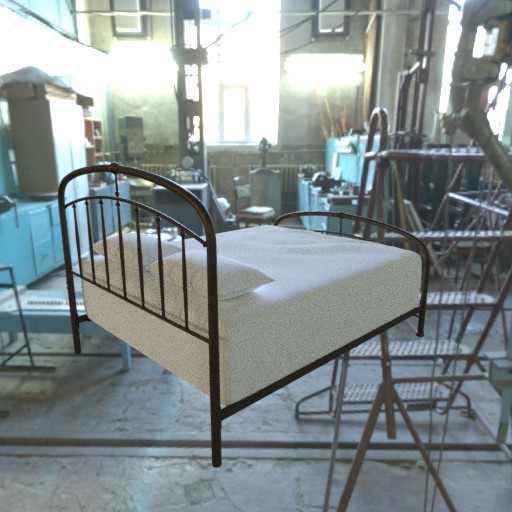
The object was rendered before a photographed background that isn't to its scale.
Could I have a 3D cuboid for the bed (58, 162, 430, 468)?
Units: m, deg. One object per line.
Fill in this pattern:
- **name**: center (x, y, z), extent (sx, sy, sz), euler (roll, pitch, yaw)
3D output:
- **bed**: center (0.000, 0.000, 3.284), extent (2.180, 1.425, 1.711), euler (-14, 20, -42)
